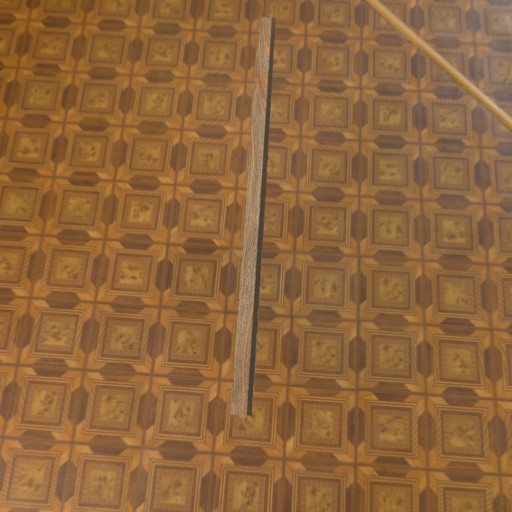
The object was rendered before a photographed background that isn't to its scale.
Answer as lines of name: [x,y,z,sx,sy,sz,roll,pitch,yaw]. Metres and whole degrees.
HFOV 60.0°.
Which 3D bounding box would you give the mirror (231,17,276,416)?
mirror: [0.000,0.000,1.195,0.032,0.882,0.730,3,76,1]
